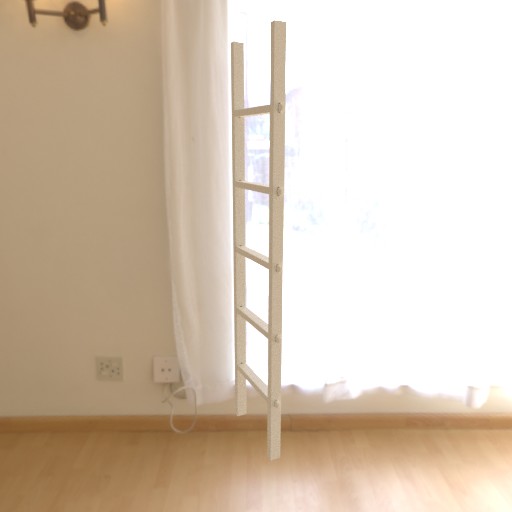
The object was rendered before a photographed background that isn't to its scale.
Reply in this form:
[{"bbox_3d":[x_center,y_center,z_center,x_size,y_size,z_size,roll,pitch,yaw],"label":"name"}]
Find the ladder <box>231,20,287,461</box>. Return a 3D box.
[{"bbox_3d":[0.000,0.000,1.952,0.051,1.797,0.452,-7,16,-25],"label":"ladder"}]
